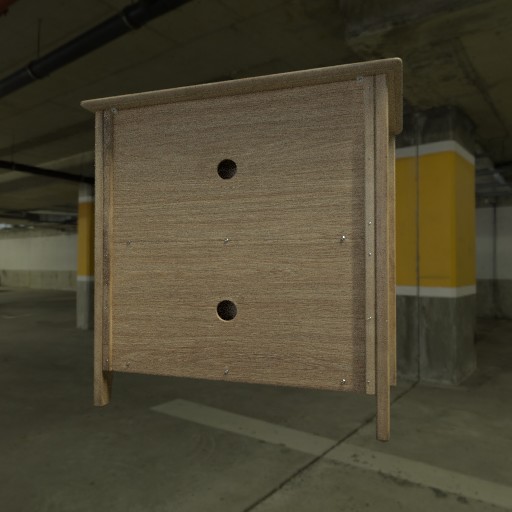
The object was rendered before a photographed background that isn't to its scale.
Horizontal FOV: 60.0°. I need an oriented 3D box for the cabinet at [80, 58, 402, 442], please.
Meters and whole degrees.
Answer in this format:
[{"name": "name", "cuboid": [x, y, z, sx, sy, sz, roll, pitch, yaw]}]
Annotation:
[{"name": "cabinet", "cuboid": [0.000, 0.000, 1.210, 0.763, 0.762, 0.503, 0, -1, 18]}]
